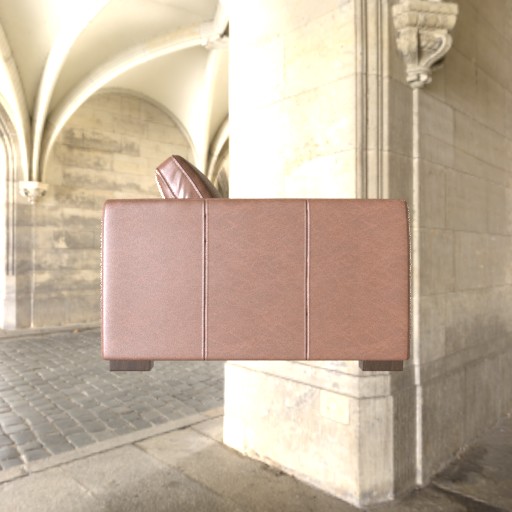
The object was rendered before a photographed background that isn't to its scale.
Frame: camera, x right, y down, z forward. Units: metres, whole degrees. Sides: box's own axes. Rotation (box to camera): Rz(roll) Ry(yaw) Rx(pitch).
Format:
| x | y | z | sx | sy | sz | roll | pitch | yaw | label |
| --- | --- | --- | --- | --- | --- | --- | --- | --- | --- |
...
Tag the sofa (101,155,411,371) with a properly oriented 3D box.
| x | y | z | sx | sy | sz | roll | pitch | yaw | label |
| --- | --- | --- | --- | --- | --- | --- | --- | --- | --- |
| 0.000 | 0.000 | 2.429 | 1.070 | 0.800 | 1.920 | 0 | 0 | 0 | sofa |
